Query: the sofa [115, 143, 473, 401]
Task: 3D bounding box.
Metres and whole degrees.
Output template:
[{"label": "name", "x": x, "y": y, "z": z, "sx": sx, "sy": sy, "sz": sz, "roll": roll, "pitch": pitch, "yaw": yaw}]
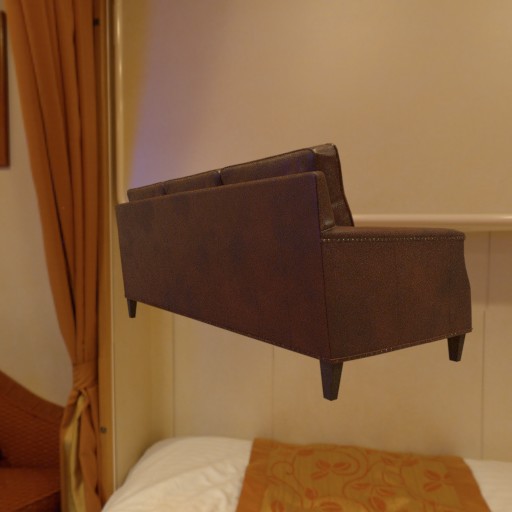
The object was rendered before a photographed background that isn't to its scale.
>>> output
[{"label": "sofa", "x": 0.000, "y": 0.000, "z": 2.778, "sx": 1.084, "sy": 1.003, "sz": 2.240, "roll": -2, "pitch": 3, "yaw": -36}]
